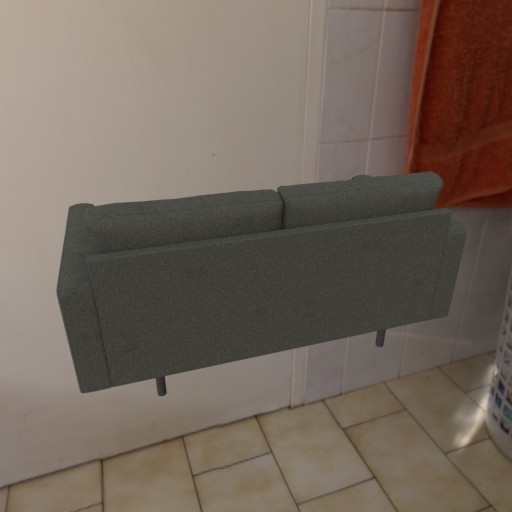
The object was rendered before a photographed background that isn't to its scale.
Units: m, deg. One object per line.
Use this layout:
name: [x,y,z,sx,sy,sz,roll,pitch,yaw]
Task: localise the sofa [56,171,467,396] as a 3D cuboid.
sofa: [0.000,0.000,2.219,1.730,0.897,0.889,-8,28,-16]
